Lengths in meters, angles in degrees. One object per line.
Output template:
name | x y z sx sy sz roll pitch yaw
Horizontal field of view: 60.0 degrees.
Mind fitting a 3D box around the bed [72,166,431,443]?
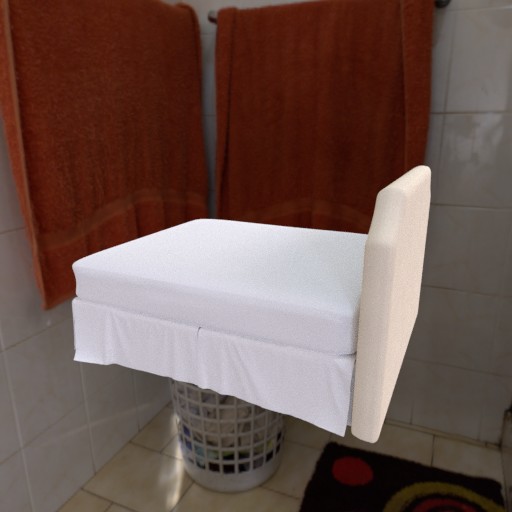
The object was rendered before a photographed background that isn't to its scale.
bed | 0.000 0.000 3.292 2.209 1.296 1.827 8 18 24
